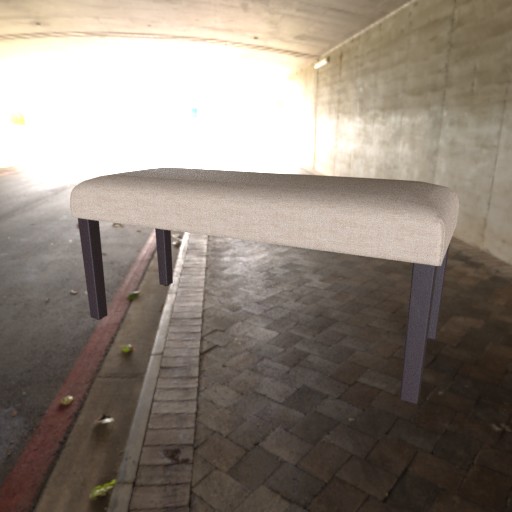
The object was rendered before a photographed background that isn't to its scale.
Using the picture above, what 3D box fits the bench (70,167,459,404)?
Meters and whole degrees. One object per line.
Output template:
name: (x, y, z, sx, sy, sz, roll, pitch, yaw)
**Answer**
bench: (0.000, 0.000, 1.278, 1.013, 0.456, 0.407, 8, 19, 26)
